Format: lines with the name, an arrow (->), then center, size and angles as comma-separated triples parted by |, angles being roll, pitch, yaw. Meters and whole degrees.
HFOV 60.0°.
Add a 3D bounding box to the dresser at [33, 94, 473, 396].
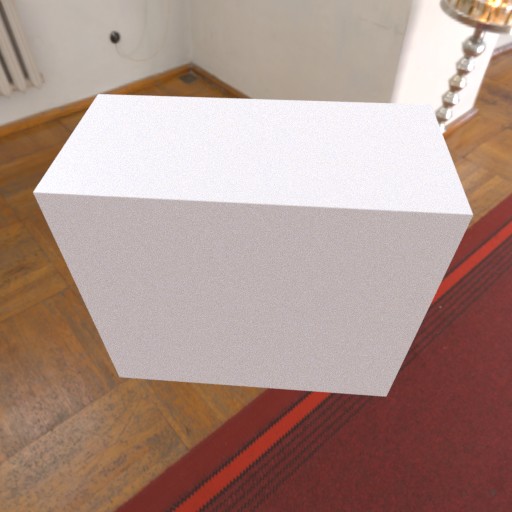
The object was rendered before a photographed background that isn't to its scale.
dresser -> 0.000, 0.000, 1.245 | 0.830, 0.740, 0.420 | 3, 47, 3
